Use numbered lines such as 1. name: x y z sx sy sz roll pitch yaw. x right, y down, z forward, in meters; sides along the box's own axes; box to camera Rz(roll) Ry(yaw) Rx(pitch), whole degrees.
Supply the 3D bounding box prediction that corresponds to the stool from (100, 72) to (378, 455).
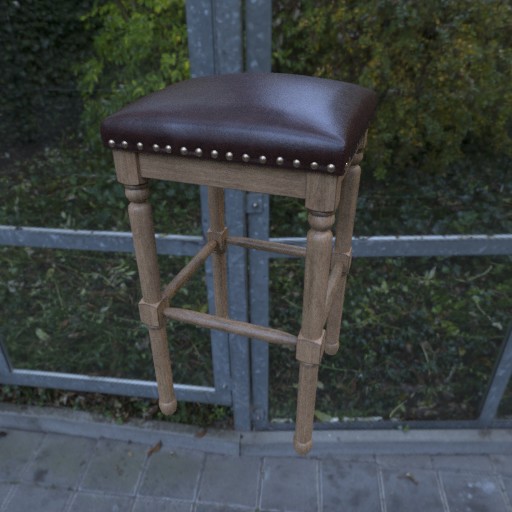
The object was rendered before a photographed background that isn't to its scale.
1. stool: 0.000 0.000 0.924 0.382 0.702 0.383 10 32 16
